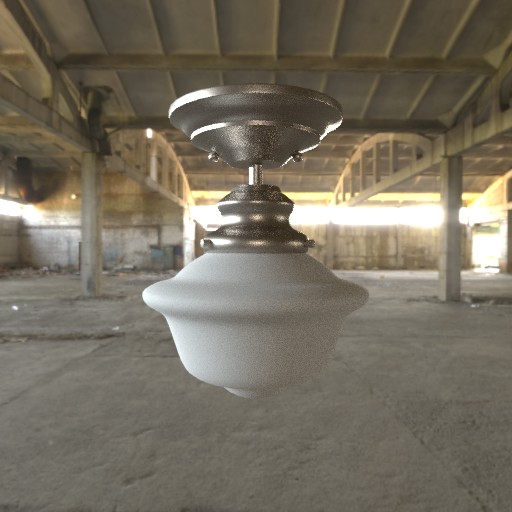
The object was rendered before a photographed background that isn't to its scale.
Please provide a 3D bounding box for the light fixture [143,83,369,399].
[{"bbox_3d":[0.000,0.000,0.400,0.199,0.254,0.199,0,1,0],"label":"light fixture"}]
